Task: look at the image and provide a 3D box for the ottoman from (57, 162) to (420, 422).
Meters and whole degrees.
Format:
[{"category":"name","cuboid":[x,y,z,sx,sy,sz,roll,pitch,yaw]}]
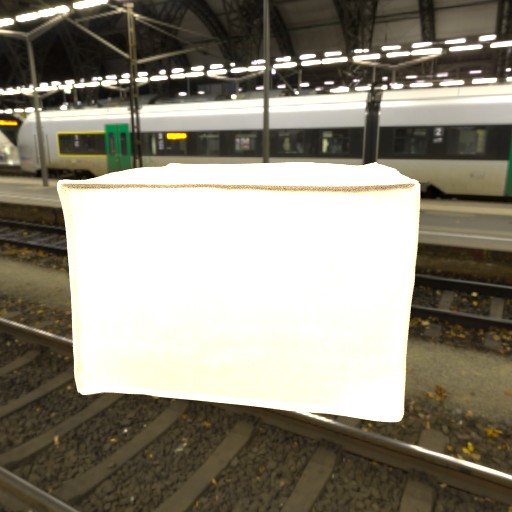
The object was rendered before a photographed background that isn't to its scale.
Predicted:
[{"category":"ottoman","cuboid":[0.000,0.000,1.147,0.696,0.470,0.707,2,14,8]}]
